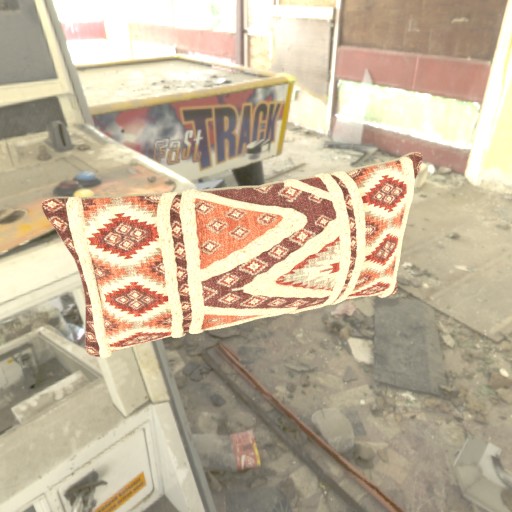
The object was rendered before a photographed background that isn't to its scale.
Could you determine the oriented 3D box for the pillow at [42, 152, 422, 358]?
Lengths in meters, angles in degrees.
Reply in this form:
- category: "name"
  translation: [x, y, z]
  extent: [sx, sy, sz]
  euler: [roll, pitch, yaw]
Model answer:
- category: "pillow"
  translation: [0.000, 0.000, 0.745]
  extent: [0.608, 0.295, 0.161]
  euler: [-10, 32, -16]
